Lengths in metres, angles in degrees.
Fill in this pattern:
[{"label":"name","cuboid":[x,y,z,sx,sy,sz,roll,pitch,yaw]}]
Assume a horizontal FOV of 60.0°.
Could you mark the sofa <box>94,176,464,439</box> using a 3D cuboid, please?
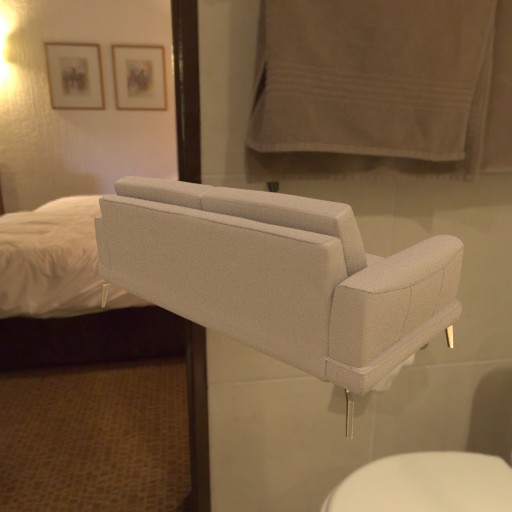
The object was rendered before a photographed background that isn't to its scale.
[{"label":"sofa","cuboid":[0.000,0.000,2.750,2.177,0.930,1.121,15,22,41]}]
